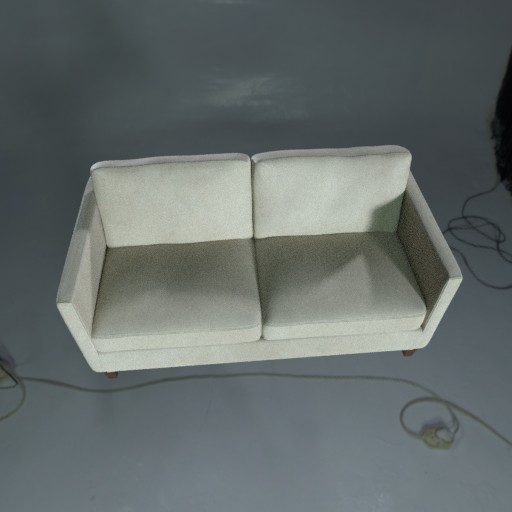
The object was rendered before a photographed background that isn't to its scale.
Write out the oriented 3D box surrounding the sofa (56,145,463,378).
[{"bbox_3d":[0.000,0.000,2.443,1.846,0.940,0.950,-3,48,-3],"label":"sofa"}]
